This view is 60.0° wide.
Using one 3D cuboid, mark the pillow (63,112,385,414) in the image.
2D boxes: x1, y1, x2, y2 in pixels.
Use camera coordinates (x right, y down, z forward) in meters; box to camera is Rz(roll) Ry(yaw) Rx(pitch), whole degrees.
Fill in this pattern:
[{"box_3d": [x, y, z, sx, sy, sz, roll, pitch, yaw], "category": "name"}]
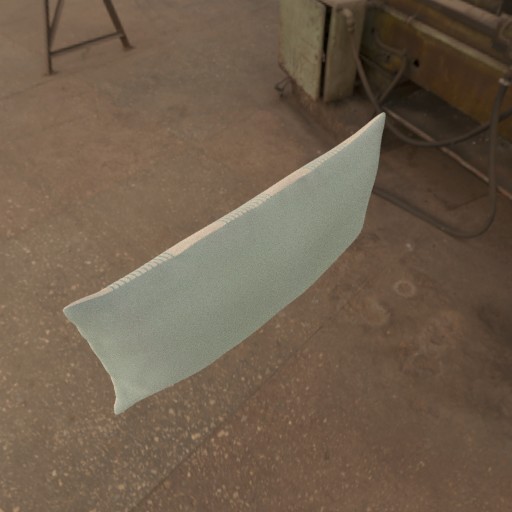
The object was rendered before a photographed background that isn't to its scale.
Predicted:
[{"box_3d": [0.000, 0.000, 0.735, 0.610, 0.287, 0.151, -35, 56, -28], "category": "pillow"}]
